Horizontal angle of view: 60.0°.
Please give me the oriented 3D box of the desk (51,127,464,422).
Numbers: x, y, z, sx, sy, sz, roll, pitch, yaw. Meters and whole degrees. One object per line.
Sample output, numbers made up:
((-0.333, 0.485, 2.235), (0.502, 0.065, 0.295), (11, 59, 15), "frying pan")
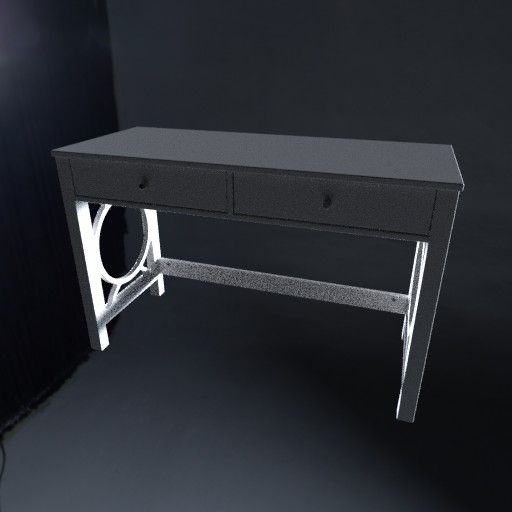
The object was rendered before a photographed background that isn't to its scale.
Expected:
((0.000, 0.000, 1.578), (1.191, 0.762, 0.504), (8, 26, 17), "desk")
